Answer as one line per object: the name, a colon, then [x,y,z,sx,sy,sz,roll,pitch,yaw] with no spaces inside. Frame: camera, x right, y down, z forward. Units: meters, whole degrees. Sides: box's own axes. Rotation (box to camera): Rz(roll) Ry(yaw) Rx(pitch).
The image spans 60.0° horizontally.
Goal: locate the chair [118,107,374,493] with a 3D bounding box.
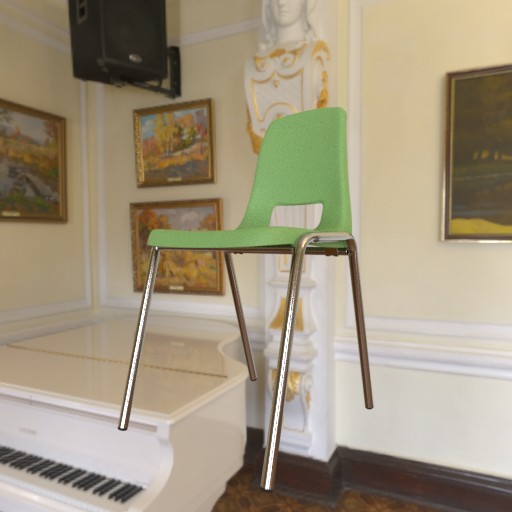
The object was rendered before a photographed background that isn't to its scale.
chair: [0.000,0.000,0.940,0.381,0.704,0.436,1,2,37]
